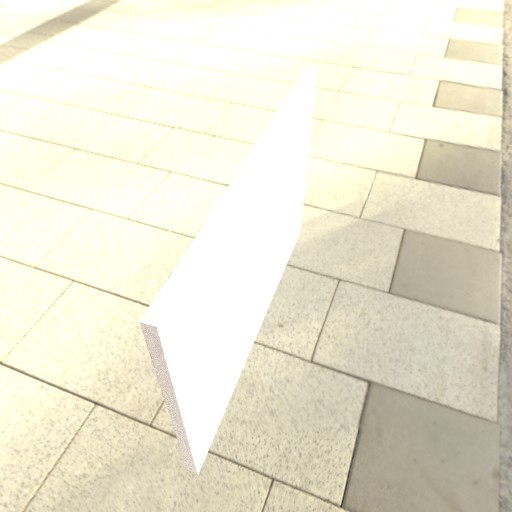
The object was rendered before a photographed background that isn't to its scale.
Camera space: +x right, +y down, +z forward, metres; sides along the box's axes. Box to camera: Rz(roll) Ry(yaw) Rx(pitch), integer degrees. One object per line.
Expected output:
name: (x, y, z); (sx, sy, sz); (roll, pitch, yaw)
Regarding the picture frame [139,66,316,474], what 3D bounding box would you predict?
picture frame: (0.000, 0.000, 1.195); (0.029, 0.640, 0.950); (14, 48, 13)
